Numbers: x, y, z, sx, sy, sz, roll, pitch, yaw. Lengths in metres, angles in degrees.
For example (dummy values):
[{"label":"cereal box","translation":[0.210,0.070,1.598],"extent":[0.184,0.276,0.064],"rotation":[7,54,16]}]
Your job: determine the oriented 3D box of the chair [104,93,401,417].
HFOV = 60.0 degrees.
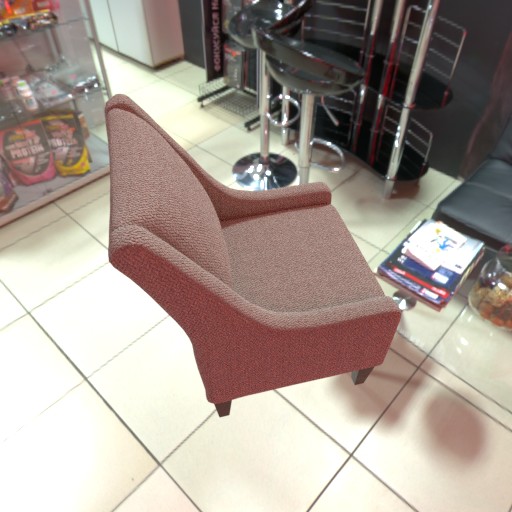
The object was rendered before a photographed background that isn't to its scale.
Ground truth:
[{"label":"chair","translation":[0.000,0.000,1.652],"extent":[0.870,1.014,0.774],"rotation":[-10,47,-10]}]
